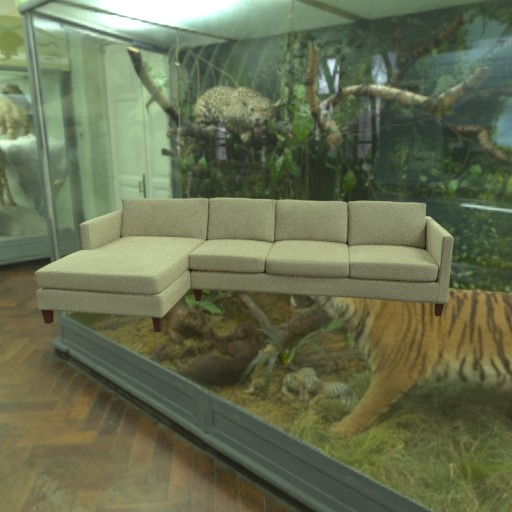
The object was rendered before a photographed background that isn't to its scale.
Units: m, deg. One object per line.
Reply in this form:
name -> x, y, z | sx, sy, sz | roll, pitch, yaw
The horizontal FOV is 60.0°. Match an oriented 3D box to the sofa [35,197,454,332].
sofa -> 0.000, 0.000, 3.868 | 3.186, 0.846, 1.625 | 3, 15, 10
